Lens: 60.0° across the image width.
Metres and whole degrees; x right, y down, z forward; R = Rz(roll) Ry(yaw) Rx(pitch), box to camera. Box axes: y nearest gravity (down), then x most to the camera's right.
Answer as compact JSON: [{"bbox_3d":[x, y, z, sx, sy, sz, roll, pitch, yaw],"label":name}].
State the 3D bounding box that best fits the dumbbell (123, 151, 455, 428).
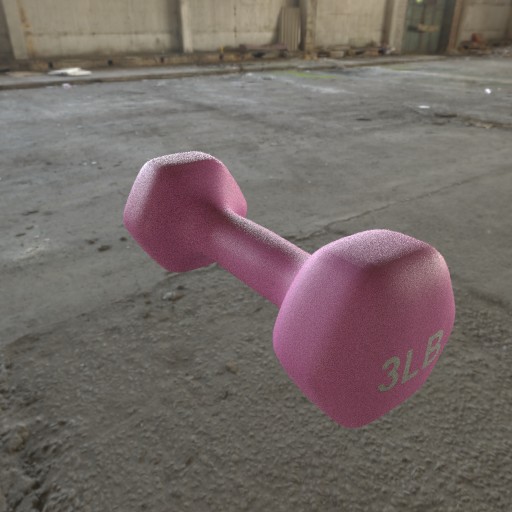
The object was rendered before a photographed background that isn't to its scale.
[{"bbox_3d":[0.000,0.000,0.185,0.064,0.058,0.159,-18,33,-31],"label":"dumbbell"}]
